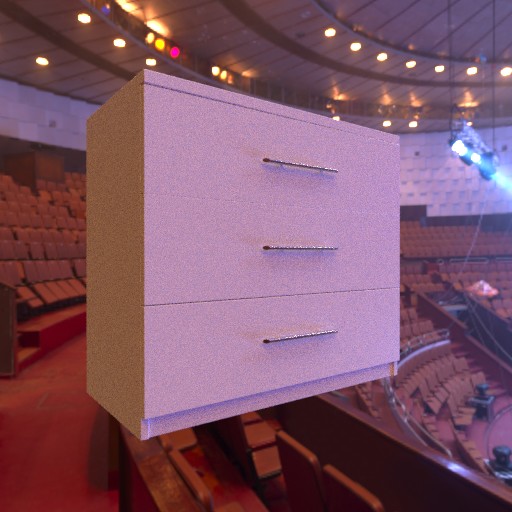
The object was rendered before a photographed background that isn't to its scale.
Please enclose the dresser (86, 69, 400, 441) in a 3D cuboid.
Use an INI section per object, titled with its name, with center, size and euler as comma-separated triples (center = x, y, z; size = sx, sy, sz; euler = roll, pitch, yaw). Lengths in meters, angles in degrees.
[dresser]
center = 0.000, 0.000, 1.275
size = 0.830, 0.740, 0.420
euler = 0, 0, -36
